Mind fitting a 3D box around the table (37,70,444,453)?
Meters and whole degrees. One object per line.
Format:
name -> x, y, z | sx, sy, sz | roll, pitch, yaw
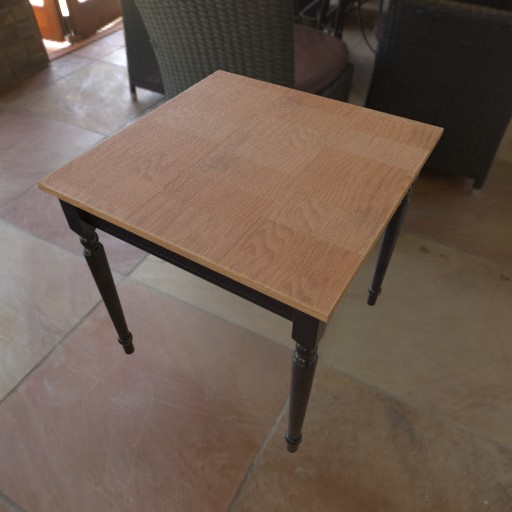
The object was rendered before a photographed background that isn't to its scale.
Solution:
table -> 0.000, 0.000, 1.383 | 0.747, 0.738, 0.747 | 23, 50, 22
